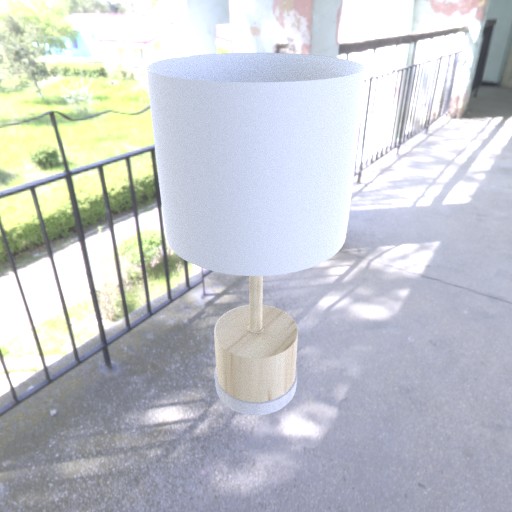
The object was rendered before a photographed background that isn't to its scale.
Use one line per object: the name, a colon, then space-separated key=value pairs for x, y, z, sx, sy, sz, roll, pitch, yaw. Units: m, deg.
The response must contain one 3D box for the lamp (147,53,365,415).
lamp: x=0.000 y=0.000 z=0.588 sx=0.229 sy=0.470 sz=0.229 roll=20 pitch=36 yaw=31
